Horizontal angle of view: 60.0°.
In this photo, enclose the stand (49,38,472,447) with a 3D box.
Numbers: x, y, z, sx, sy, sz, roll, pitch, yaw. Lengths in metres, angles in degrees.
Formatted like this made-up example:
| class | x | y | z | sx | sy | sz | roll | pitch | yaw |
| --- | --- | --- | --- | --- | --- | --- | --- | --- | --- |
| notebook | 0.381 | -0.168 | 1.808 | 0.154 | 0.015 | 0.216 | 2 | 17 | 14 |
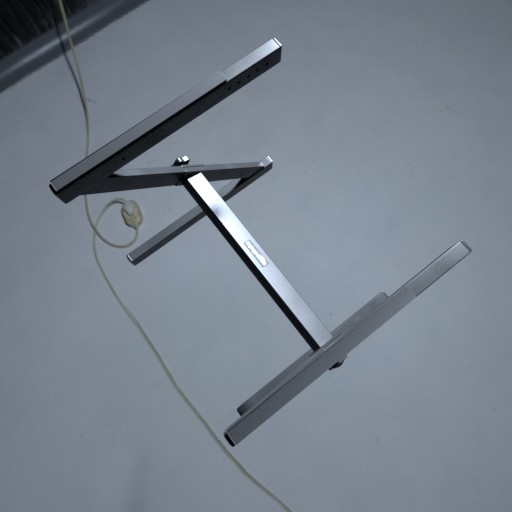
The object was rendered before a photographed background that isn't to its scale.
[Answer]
| class | x | y | z | sx | sy | sz | roll | pitch | yaw |
| --- | --- | --- | --- | --- | --- | --- | --- | --- | --- |
| stand | 0.000 | 0.000 | 1.168 | 0.586 | 0.617 | 0.700 | -37 | 78 | -9 |
